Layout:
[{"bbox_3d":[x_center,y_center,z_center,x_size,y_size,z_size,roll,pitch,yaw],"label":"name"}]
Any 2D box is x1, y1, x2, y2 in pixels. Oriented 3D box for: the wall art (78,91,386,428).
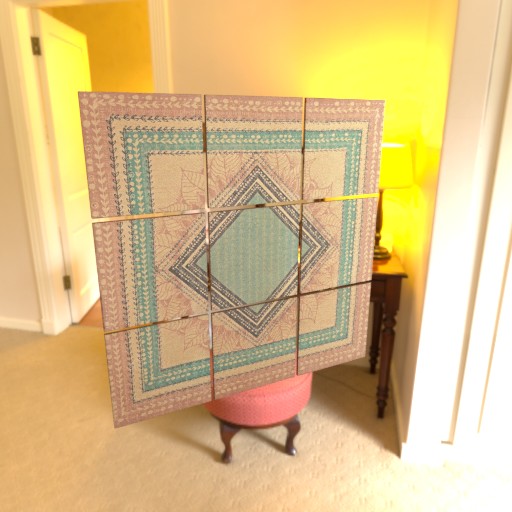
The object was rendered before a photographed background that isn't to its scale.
[{"bbox_3d":[0.000,0.000,1.786,1.215,1.213,0.013,-8,19,-25],"label":"wall art"}]
